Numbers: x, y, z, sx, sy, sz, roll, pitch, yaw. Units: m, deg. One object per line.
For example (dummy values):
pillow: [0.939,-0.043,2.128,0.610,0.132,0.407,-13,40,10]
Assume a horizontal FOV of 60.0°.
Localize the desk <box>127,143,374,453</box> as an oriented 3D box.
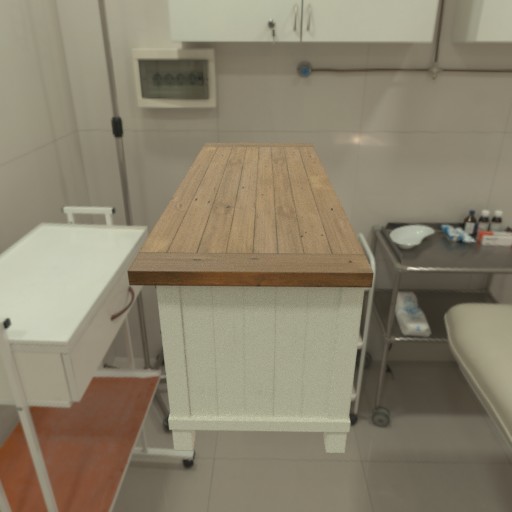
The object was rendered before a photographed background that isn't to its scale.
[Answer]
desk: [0.000,0.000,2.216,0.688,0.760,1.803,0,25,1]
